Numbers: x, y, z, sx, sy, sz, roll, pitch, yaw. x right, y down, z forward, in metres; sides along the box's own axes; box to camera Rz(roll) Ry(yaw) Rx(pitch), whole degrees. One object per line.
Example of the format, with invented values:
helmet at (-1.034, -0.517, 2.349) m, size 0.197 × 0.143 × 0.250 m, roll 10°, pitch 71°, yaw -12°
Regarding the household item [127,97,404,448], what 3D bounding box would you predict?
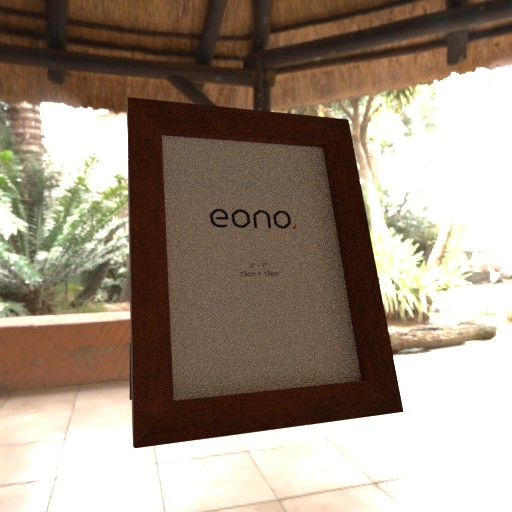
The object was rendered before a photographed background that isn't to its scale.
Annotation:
household item at (0.000, 0.000, 0.291) m, size 0.160 × 0.204 × 0.096 m, roll 0°, pitch 1°, yaw -18°
